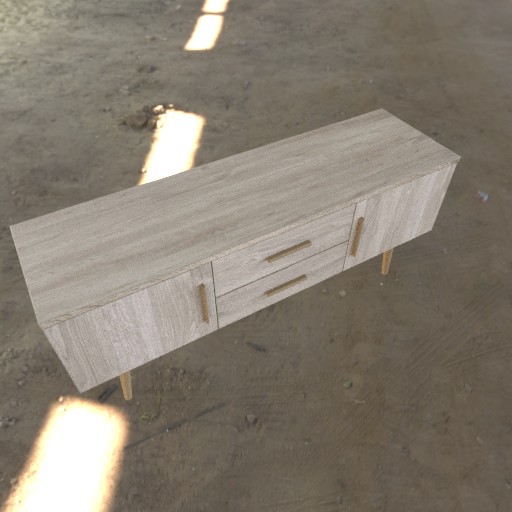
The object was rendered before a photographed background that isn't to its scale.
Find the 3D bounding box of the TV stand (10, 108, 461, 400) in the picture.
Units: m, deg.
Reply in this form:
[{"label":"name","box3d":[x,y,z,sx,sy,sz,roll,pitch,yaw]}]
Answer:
[{"label":"TV stand","box3d":[0.000,0.000,1.512,1.313,0.565,0.401,-23,50,-21]}]
